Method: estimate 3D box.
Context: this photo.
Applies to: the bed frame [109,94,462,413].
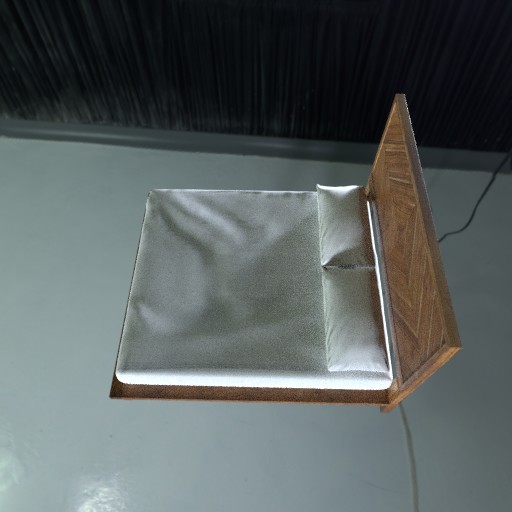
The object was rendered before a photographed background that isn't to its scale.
[{"bbox_3d":[0.000,0.000,3.545,2.235,1.537,2.038,1,58,1],"label":"bed frame"}]
